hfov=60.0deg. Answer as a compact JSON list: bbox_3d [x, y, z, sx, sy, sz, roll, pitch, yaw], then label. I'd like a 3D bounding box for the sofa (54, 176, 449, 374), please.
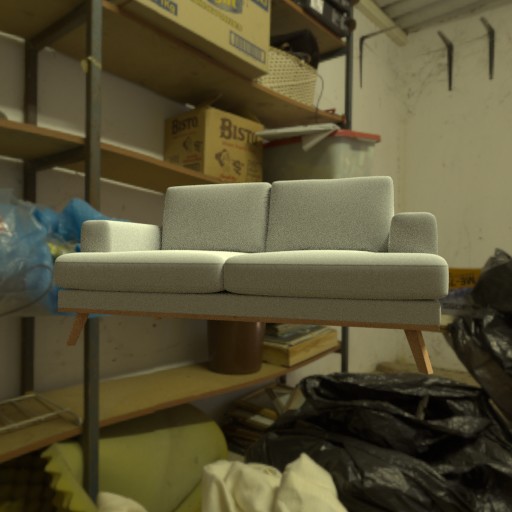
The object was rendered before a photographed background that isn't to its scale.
[{"bbox_3d":[0.000,0.000,2.162,1.651,0.810,0.915,0,1,18],"label":"sofa"}]
